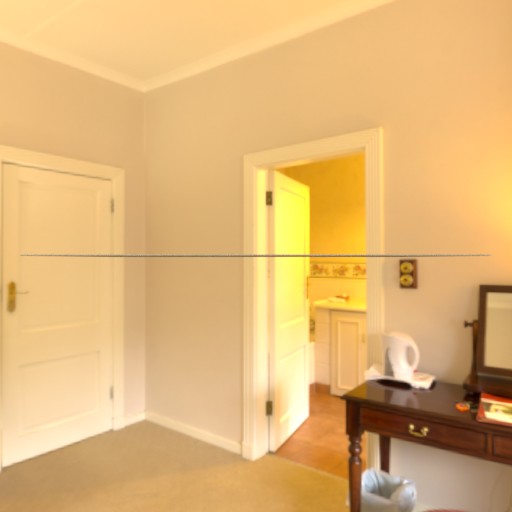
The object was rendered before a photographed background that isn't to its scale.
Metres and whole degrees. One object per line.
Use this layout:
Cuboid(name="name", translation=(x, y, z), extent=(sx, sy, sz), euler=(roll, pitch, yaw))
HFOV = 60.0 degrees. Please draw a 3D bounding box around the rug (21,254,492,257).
Cuboid(name="rug", translation=(0.000, 0.000, 3.036), extent=(2.438, 0.008, 1.523), euler=(0, 0, -1))
